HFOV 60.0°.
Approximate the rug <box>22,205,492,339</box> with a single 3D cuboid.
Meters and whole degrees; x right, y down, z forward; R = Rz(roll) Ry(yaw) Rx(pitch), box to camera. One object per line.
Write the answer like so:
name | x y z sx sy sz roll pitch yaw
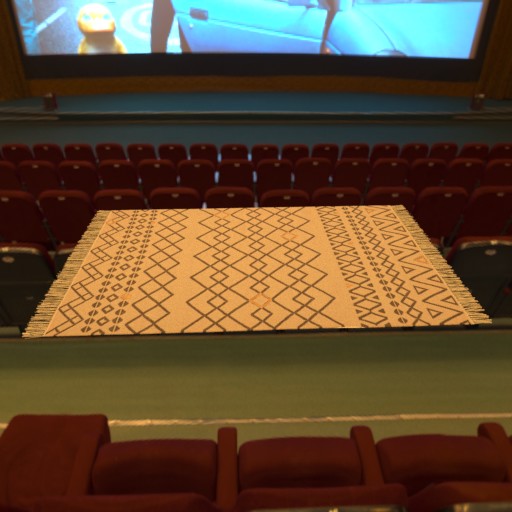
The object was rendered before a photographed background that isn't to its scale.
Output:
rug | 0.000 0.000 2.398 2.023 0.028 1.224 -1 31 -2
